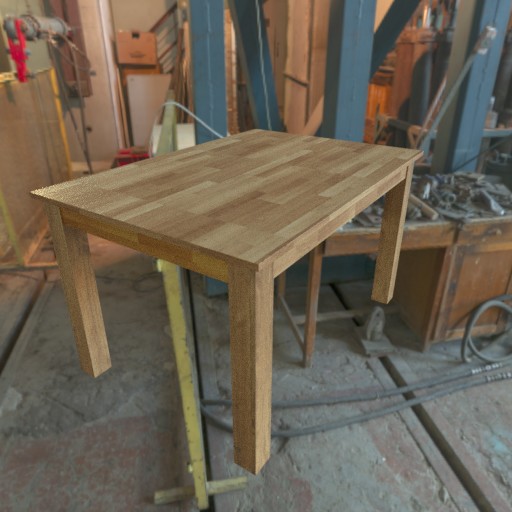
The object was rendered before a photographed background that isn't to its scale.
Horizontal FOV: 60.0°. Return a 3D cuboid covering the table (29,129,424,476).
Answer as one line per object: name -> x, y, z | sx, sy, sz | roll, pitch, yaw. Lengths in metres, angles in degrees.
table -> 0.000, 0.000, 1.863 | 0.900, 0.750, 1.300 | 17, 31, 30
